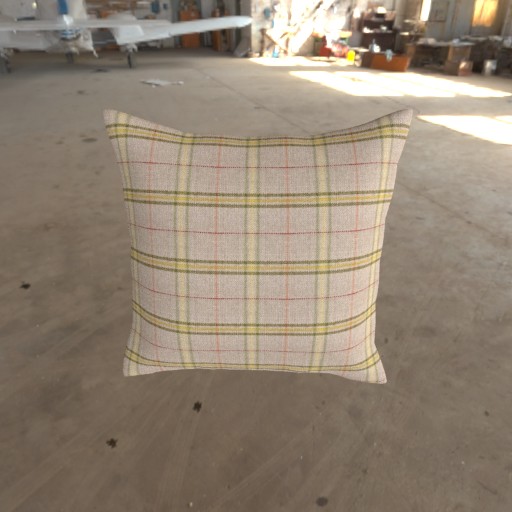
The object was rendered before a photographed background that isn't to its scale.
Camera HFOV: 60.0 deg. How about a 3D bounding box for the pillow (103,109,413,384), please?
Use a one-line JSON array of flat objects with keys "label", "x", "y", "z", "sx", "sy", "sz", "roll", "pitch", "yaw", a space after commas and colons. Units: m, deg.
[{"label": "pillow", "x": 0.000, "y": 0.000, "z": 0.700, "sx": 0.453, "sy": 0.430, "sz": 0.200, "roll": 1, "pitch": 29, "yaw": 1}]
